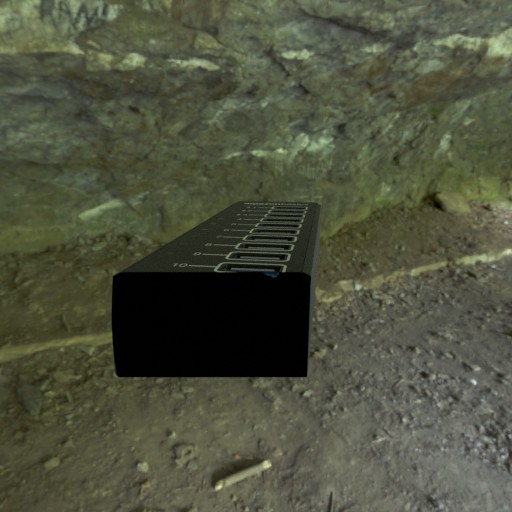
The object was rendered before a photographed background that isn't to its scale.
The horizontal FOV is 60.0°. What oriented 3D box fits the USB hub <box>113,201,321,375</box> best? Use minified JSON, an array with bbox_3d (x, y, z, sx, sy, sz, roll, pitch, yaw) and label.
[{"bbox_3d":[0.000,0.000,0.163,0.044,0.023,0.145,2,14,9],"label":"USB hub"}]
